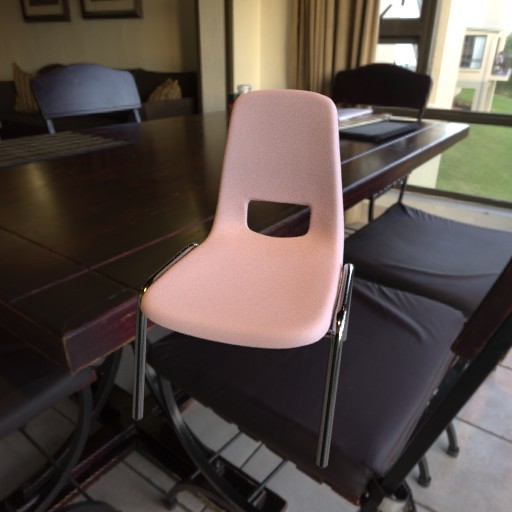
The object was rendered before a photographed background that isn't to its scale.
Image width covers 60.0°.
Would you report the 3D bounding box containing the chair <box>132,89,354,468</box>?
[{"bbox_3d":[0.000,0.000,0.802,0.354,0.536,0.385,8,27,16],"label":"chair"}]
